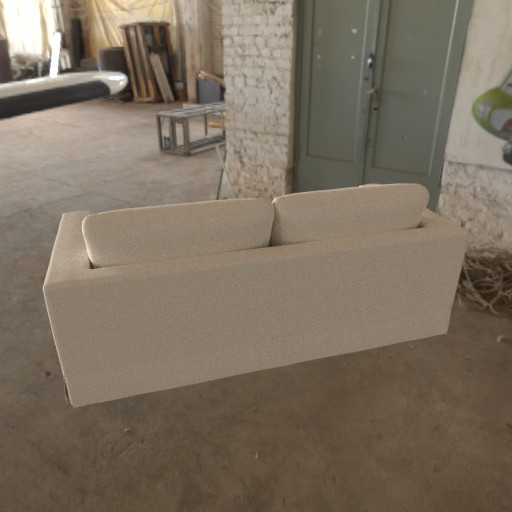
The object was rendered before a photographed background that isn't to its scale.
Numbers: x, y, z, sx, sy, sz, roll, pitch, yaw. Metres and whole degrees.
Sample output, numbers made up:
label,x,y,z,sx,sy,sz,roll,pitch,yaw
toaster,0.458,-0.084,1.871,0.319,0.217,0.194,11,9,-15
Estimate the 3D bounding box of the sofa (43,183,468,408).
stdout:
label,x,y,z,sx,sy,sz,roll,pitch,yaw
sofa,0.000,0.000,2.605,2.163,0.881,0.954,-7,27,-15
